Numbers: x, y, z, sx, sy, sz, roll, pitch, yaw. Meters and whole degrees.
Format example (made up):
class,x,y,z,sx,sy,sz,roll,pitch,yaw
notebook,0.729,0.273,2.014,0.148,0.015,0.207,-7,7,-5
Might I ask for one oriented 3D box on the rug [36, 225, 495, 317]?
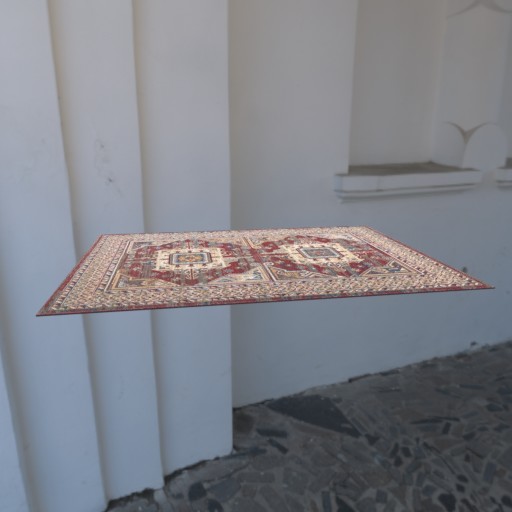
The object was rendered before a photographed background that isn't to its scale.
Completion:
class,x,y,z,sx,sy,sz,roll,pitch,yaw
rug,0.000,0.000,4.164,3.197,0.013,2.381,-3,15,-9
